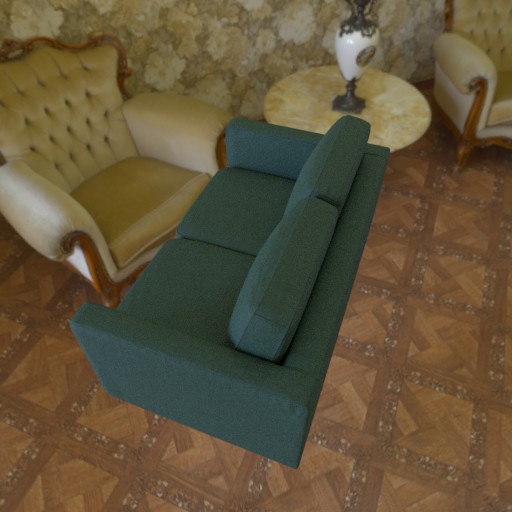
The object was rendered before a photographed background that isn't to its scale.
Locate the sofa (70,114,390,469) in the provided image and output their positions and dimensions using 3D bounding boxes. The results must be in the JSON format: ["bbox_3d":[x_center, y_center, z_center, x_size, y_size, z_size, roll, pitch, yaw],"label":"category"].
[{"bbox_3d":[0.000,0.000,2.002,0.879,0.899,1.430,16,49,14],"label":"sofa"}]
